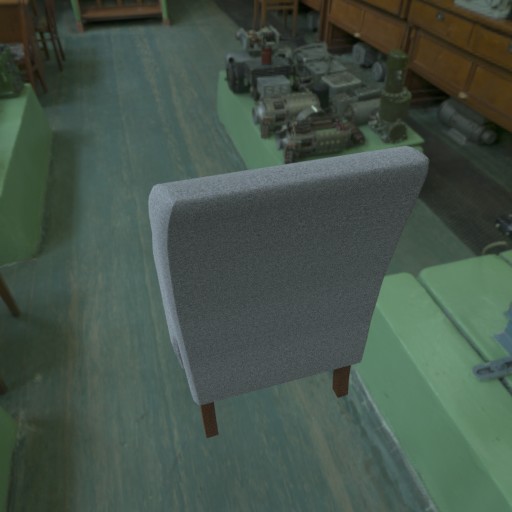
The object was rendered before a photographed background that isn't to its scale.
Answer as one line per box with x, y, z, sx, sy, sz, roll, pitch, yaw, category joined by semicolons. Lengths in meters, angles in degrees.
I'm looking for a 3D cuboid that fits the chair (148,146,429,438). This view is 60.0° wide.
0.000;0.000;1.154;0.513;0.804;0.592;-12;43;-14;chair
